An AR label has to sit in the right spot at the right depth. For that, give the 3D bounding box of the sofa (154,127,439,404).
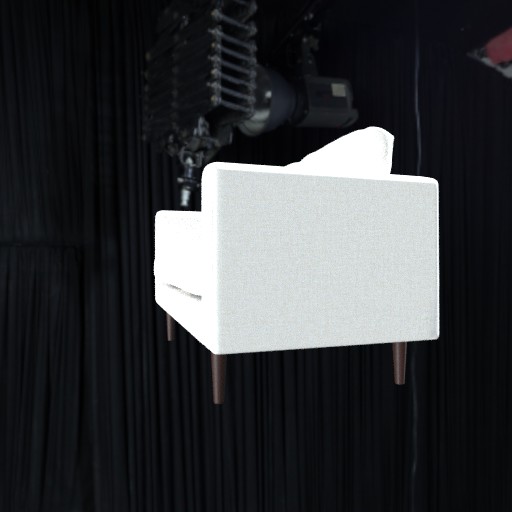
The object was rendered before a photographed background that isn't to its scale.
[{"bbox_3d":[0.000,0.000,1.981,0.796,0.908,1.430,0,0,-18],"label":"sofa"}]
